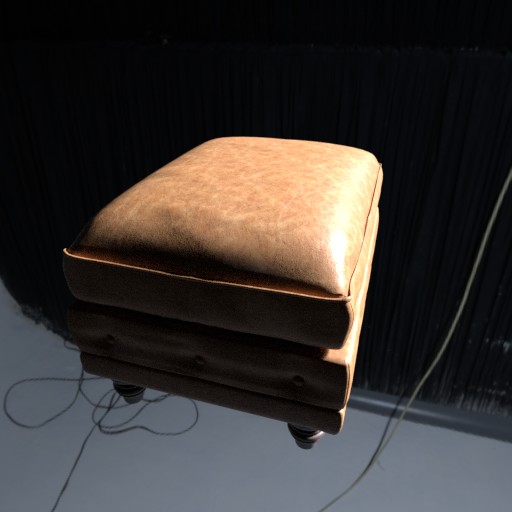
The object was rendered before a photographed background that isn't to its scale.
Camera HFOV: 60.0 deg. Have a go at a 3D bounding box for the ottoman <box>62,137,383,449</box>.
[{"bbox_3d":[0.000,0.000,1.059,0.533,0.480,0.710,8,29,15],"label":"ottoman"}]
